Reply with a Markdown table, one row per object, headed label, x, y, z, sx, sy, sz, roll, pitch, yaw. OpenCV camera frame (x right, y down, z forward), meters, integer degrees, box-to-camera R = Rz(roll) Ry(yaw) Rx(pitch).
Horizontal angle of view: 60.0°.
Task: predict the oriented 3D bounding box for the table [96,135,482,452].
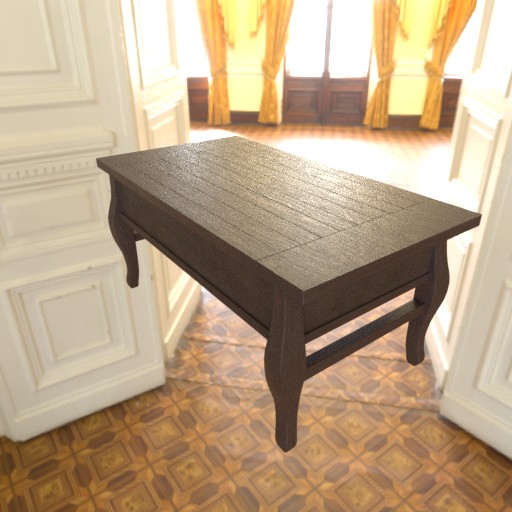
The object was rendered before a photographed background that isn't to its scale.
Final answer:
| label | x | y | z | sx | sy | sz | roll | pitch | yaw |
| --- | --- | --- | --- | --- | --- | --- | --- | --- | --- |
| table | 0.000 | 0.000 | 1.416 | 0.600 | 0.494 | 1.062 | -19 | 33 | -32 |
